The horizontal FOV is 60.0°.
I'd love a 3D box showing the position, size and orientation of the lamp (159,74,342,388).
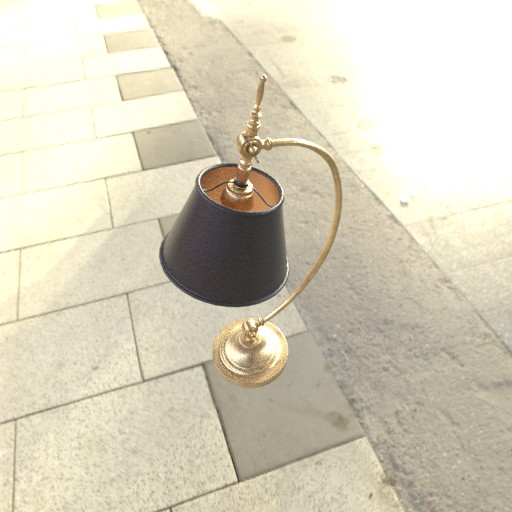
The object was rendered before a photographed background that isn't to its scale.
[{"bbox_3d":[0.000,0.000,0.821,0.344,0.675,0.235,-16,48,-15],"label":"lamp"}]
